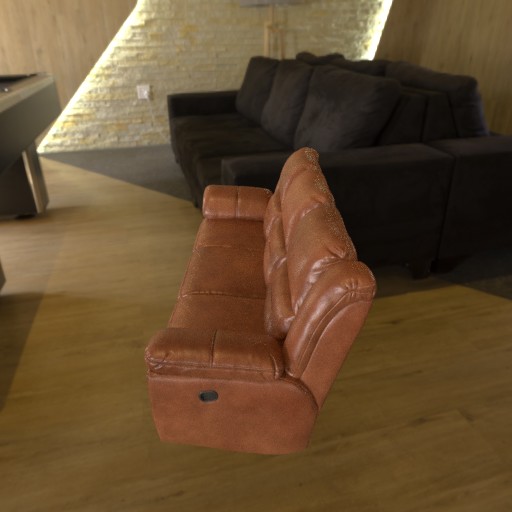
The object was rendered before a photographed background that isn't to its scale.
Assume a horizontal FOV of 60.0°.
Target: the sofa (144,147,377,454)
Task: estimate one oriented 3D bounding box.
[{"bbox_3d":[0.000,0.000,2.886,0.991,1.043,2.337,0,27,1],"label":"sofa"}]
